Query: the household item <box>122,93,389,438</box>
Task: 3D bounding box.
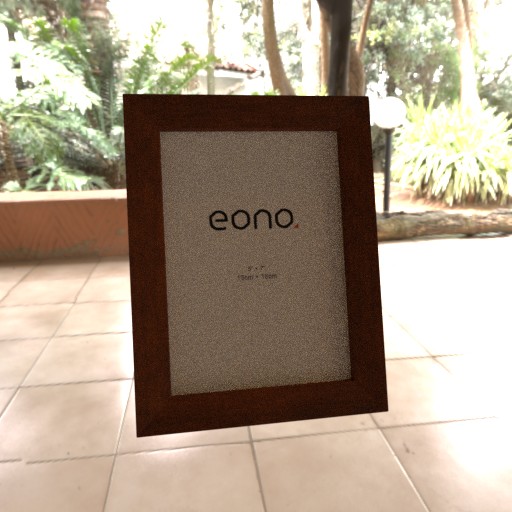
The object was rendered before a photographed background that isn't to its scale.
[{"bbox_3d":[0.000,0.000,0.295,0.160,0.204,0.096,-3,17,-9],"label":"household item"}]
